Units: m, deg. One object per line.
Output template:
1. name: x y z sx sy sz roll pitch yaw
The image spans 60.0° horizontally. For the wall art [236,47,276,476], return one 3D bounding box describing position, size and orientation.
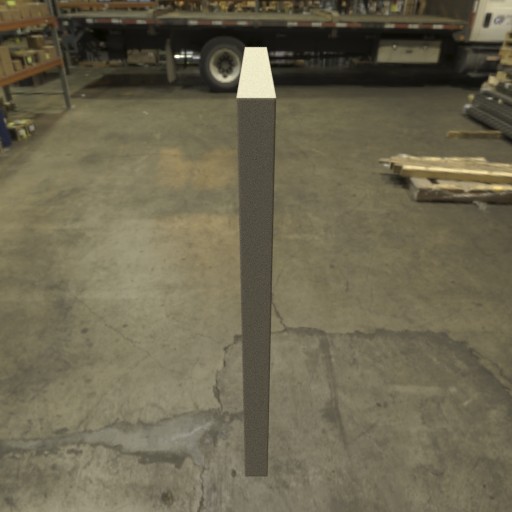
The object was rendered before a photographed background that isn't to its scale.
1. wall art: 0.000 0.000 0.762 0.038 0.608 0.418 0 31 0
